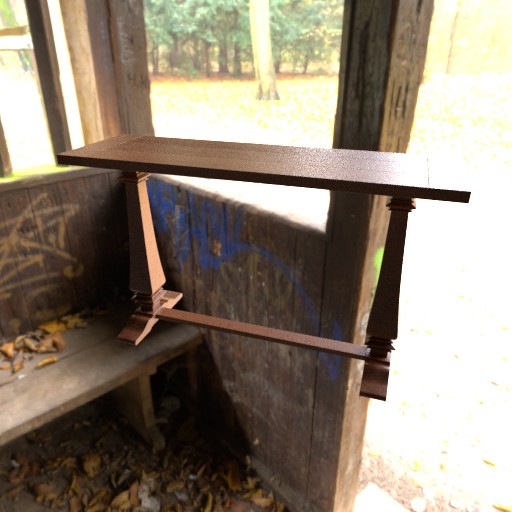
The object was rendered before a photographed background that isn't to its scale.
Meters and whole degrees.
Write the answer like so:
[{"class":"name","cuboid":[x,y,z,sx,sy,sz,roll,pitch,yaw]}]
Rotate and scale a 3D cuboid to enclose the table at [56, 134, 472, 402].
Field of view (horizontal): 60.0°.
[{"class":"table","cuboid":[0.000,0.000,1.881,1.478,0.852,0.461,8,27,17]}]
